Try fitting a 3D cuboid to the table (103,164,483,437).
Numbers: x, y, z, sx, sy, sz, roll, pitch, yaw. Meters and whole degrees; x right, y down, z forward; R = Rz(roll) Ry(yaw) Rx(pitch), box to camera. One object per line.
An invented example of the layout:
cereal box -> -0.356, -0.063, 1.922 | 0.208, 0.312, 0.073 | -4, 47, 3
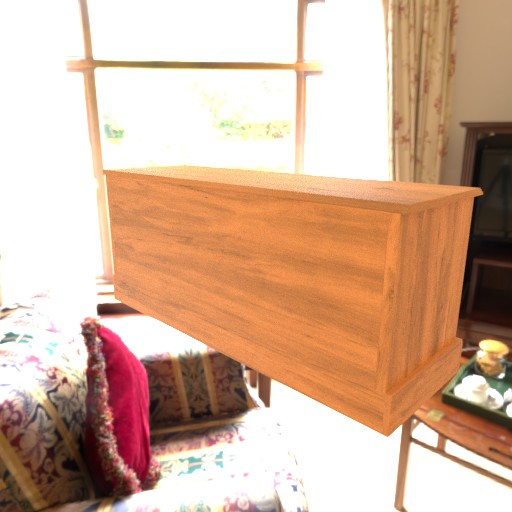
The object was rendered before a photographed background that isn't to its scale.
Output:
table -> 0.000, 0.000, 1.440 | 1.200, 0.510, 0.400 | 15, 21, 43
